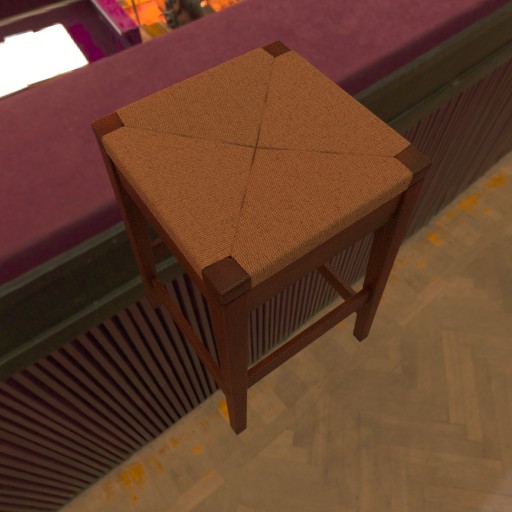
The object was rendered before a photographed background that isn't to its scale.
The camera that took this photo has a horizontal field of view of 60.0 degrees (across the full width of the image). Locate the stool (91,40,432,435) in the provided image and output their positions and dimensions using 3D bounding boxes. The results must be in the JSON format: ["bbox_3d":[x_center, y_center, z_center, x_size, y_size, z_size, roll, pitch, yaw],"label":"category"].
[{"bbox_3d":[0.000,0.000,1.089,0.497,0.762,0.507,-32,63,-18],"label":"stool"}]
